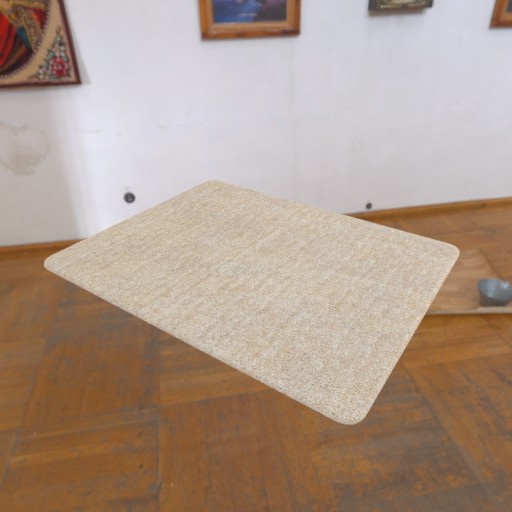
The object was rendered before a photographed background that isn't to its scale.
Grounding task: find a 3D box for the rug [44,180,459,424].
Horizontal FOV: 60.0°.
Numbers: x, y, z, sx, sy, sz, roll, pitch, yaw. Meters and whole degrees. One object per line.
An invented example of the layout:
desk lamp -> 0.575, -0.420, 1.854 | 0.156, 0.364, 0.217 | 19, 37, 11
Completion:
rug -> 0.000, 0.000, 3.369 | 2.528, 0.048, 2.009 | 20, 36, 29
